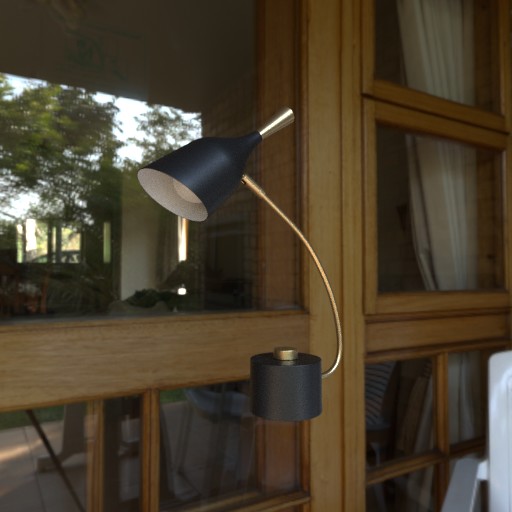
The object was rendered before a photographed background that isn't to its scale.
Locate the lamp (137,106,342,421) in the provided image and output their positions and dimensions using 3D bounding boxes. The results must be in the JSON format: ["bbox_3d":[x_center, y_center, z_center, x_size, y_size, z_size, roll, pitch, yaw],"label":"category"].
[{"bbox_3d":[0.000,0.000,0.649,0.352,0.464,0.110,1,-2,-35],"label":"lamp"}]
